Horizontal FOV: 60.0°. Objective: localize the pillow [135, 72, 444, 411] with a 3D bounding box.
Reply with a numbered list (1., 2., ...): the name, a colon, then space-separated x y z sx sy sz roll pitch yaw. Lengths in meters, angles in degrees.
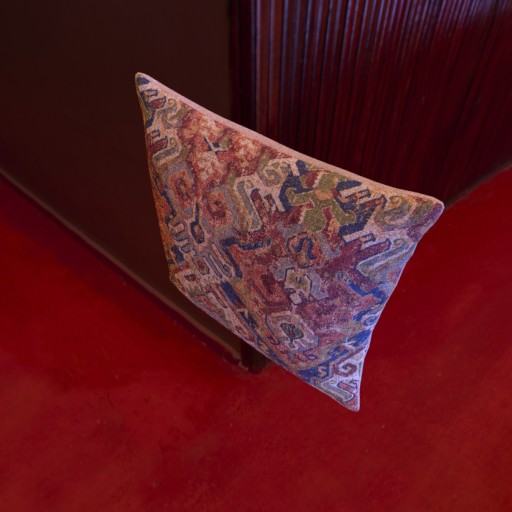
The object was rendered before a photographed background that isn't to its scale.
1. pillow: 0.000 0.000 0.775 0.523 0.506 0.166 31 54 26
